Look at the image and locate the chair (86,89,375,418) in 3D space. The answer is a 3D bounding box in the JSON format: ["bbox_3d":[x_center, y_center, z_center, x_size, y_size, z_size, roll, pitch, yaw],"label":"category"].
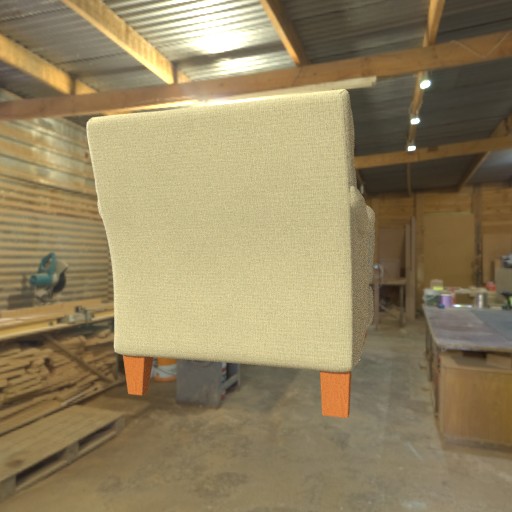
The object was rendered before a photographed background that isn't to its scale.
[{"bbox_3d":[0.000,0.000,1.861,0.955,1.038,1.070,0,0,18],"label":"chair"}]
